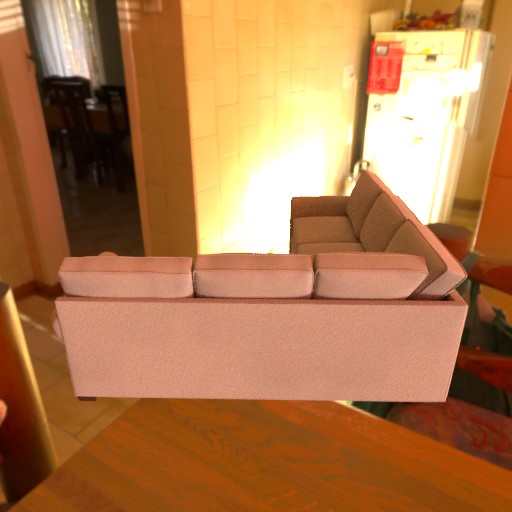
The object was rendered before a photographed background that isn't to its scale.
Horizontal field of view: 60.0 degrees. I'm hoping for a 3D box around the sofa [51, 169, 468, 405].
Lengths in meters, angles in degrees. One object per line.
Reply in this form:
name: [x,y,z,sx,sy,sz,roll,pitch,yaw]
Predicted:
sofa: [0.000,0.000,3.866,2.562,1.053,2.487,1,25,1]
